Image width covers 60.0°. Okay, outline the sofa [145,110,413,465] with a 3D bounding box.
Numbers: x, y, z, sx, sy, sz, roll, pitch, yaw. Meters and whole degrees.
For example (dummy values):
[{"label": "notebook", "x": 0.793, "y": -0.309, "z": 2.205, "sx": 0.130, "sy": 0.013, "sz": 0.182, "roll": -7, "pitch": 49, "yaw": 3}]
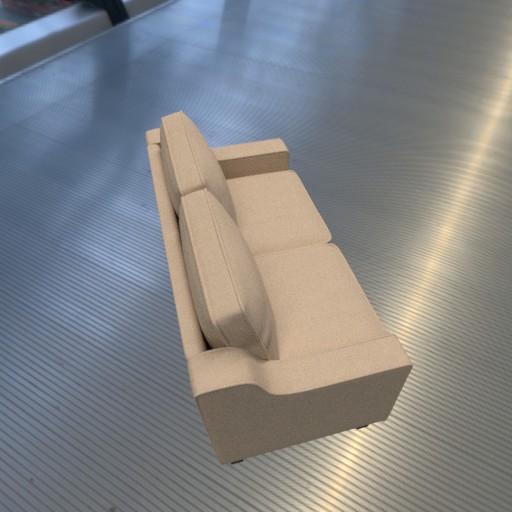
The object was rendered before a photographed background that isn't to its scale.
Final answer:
[{"label": "sofa", "x": 0.000, "y": 0.000, "z": 3.503, "sx": 1.351, "sy": 1.562, "sz": 2.587, "roll": -11, "pitch": 47, "yaw": -10}]
